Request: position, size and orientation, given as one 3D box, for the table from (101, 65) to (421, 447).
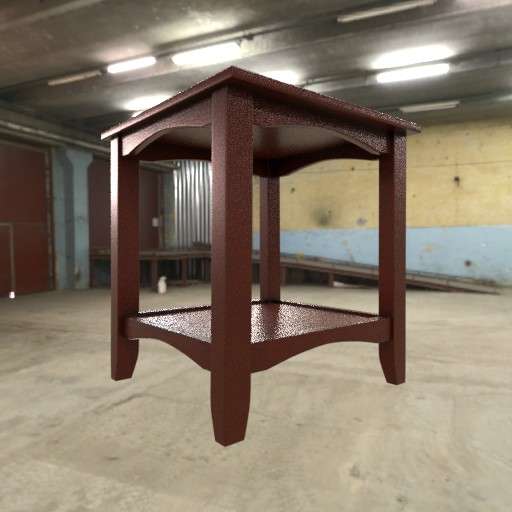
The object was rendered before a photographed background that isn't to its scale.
[{"bbox_3d":[0.000,0.000,0.984,0.523,0.558,0.522,-1,2,-37],"label":"table"}]
